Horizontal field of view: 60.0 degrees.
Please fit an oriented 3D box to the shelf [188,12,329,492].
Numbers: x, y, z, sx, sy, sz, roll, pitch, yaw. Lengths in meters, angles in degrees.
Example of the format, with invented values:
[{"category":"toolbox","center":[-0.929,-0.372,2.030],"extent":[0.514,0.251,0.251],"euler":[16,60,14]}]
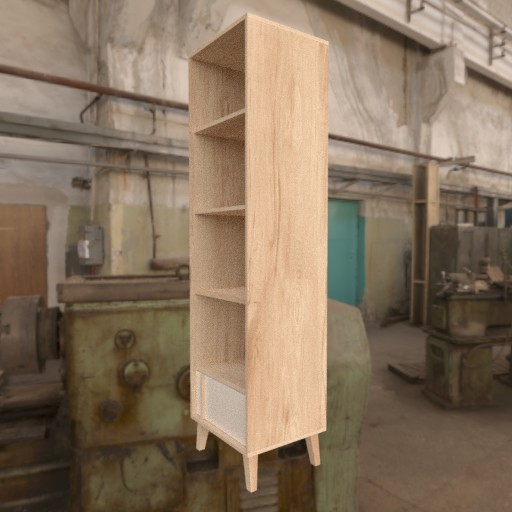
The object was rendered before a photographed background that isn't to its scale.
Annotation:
[{"category":"shelf","center":[0.000,0.000,2.132],"extent":[0.450,1.960,0.510],"euler":[-2,3,-36]}]
